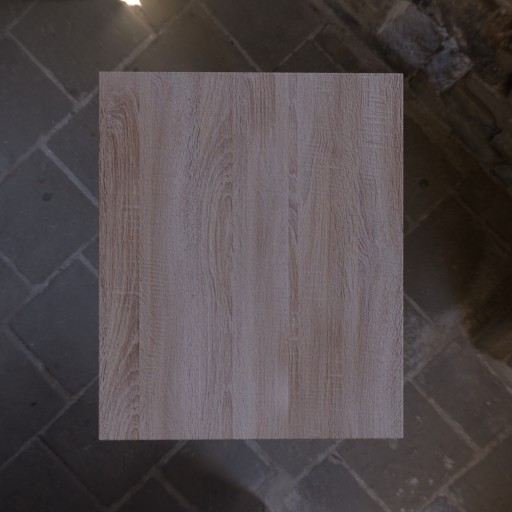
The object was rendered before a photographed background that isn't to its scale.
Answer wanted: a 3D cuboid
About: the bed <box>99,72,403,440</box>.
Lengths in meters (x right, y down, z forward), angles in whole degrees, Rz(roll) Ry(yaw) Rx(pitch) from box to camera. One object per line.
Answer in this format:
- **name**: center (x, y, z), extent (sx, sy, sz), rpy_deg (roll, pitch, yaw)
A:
- **bed**: center (0.000, 0.000, 0.766), extent (0.401, 0.420, 0.460), rpy_deg (0, 90, -1)
